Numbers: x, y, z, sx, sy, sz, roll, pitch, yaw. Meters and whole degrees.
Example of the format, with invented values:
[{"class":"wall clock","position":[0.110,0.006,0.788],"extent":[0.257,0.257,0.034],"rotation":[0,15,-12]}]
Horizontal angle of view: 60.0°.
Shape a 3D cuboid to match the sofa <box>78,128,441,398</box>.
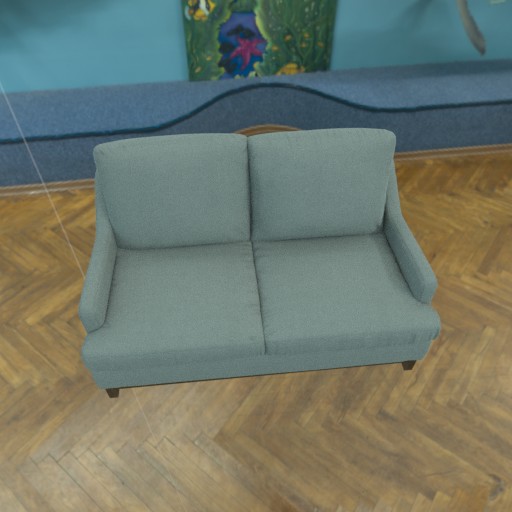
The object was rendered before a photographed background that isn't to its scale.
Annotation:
[{"class":"sofa","position":[0.000,0.000,2.188],"extent":[1.589,0.921,0.987],"rotation":[-4,47,-4]}]
